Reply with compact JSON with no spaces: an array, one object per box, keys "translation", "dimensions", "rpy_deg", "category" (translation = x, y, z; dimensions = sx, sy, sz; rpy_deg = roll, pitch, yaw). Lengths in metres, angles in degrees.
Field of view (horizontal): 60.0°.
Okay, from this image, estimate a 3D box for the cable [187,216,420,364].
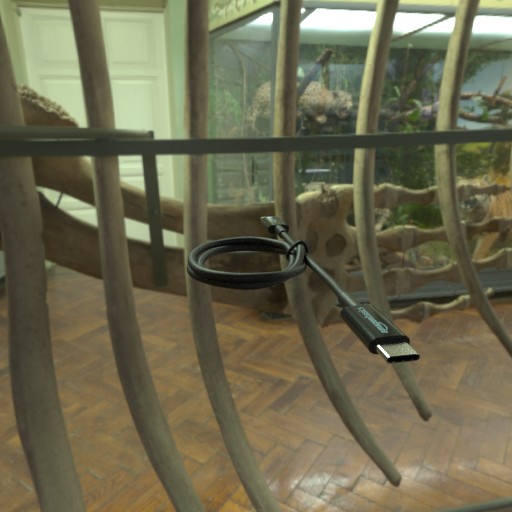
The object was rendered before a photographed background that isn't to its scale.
[{"translation":[0.000,0.000,0.224],"dimensions":[0.070,0.014,0.203],"rpy_deg":[-3,17,-10],"category":"cable"}]
